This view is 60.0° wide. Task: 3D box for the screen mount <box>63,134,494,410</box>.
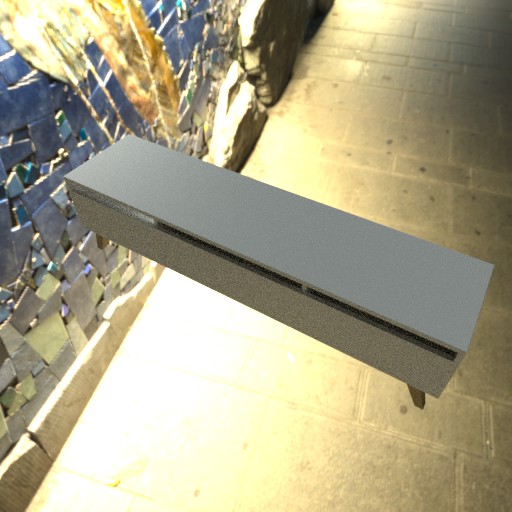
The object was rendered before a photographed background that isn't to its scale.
[{"bbox_3d":[0.000,0.000,1.831,1.644,0.432,0.399,23,50,21],"label":"screen mount"}]
